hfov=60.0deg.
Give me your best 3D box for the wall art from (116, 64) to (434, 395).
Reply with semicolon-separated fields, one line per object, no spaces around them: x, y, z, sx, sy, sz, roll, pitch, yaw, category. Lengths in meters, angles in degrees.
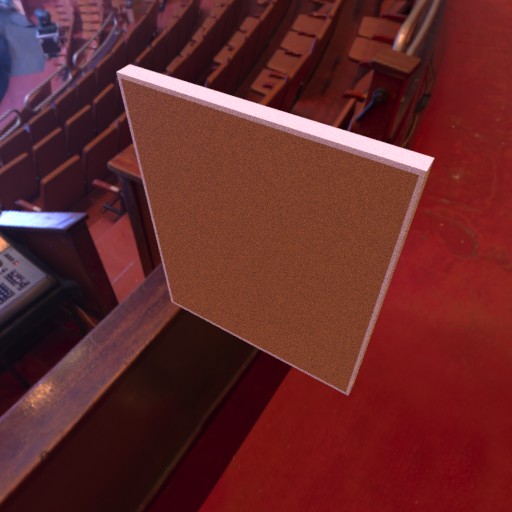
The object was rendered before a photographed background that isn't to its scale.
0.000;0.000;0.761;0.443;0.549;0.030;24;52;20;wall art
